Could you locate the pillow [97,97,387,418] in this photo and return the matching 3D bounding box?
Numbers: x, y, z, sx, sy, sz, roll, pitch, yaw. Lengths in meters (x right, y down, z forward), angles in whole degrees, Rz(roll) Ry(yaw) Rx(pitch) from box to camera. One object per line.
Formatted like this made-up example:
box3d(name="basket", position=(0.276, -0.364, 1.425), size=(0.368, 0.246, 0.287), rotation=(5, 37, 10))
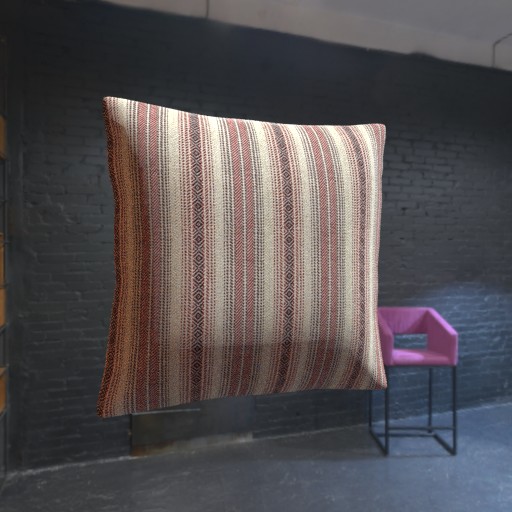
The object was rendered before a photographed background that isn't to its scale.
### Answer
box3d(name="pillow", position=(0.000, 0.000, 0.760), size=(0.513, 0.497, 0.166), rotation=(0, 0, -17))
